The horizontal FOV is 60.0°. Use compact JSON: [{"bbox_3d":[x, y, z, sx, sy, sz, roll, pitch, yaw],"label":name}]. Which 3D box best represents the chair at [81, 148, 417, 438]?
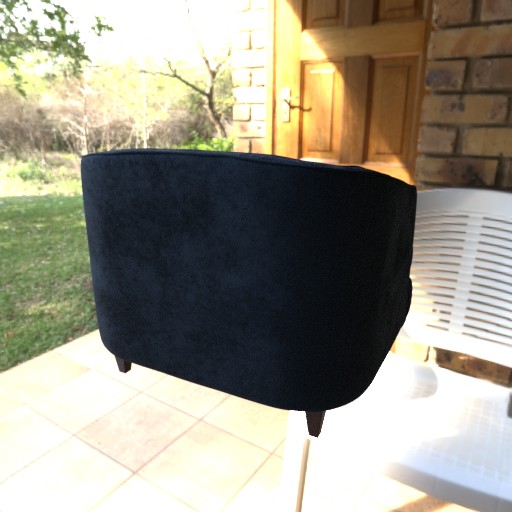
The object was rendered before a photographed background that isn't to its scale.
[{"bbox_3d":[0.000,0.000,1.721,1.094,0.852,0.940,9,19,26],"label":"chair"}]
